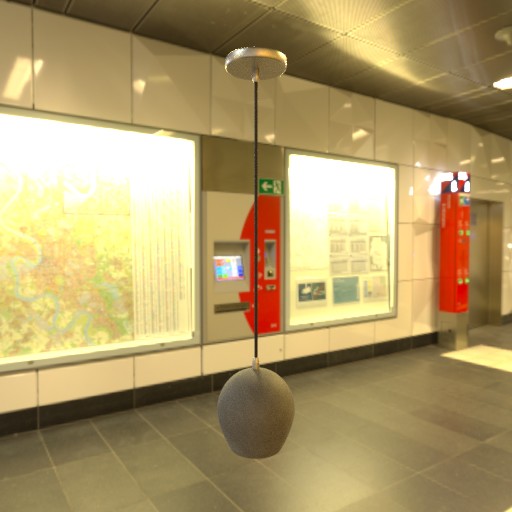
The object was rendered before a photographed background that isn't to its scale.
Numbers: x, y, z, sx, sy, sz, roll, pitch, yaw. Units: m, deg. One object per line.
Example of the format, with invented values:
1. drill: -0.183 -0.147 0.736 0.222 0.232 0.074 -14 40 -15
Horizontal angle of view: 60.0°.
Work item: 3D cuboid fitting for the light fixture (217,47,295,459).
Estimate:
1. light fixture: 0.000 0.000 0.870 0.153 0.760 0.153 1 2 36
